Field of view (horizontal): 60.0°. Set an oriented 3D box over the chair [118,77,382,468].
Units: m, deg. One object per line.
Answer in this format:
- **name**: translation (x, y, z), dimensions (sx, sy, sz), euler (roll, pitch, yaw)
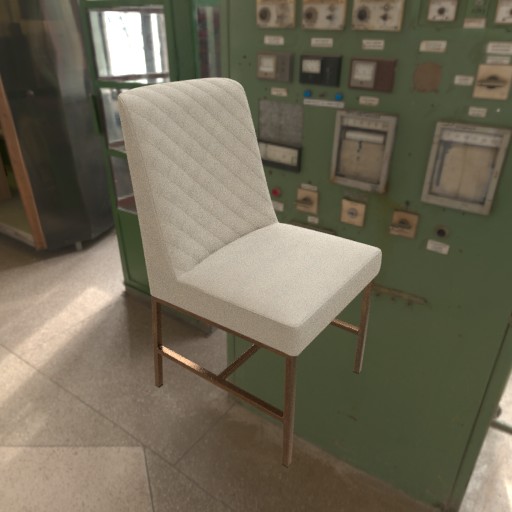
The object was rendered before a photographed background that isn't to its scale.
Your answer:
- **chair**: translation (0.000, 0.000, 1.312), dimensions (0.597, 0.933, 0.503), euler (19, 33, 32)
